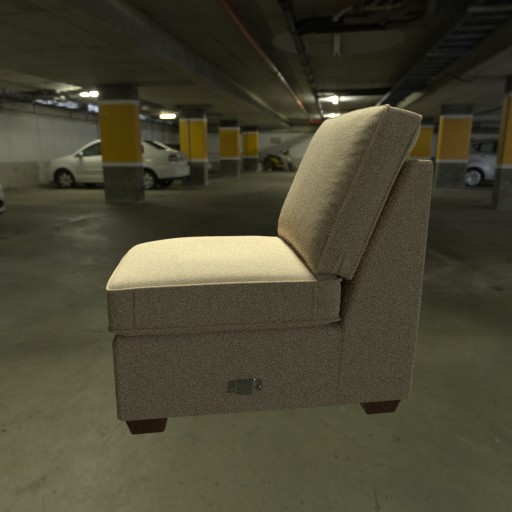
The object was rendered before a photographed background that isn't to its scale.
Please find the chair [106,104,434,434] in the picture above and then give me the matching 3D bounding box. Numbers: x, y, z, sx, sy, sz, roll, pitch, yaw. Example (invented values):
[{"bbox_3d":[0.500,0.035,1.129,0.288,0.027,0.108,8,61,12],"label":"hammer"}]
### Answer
[{"bbox_3d":[0.000,0.000,1.546,0.938,0.970,0.621,-2,13,-8],"label":"chair"}]
